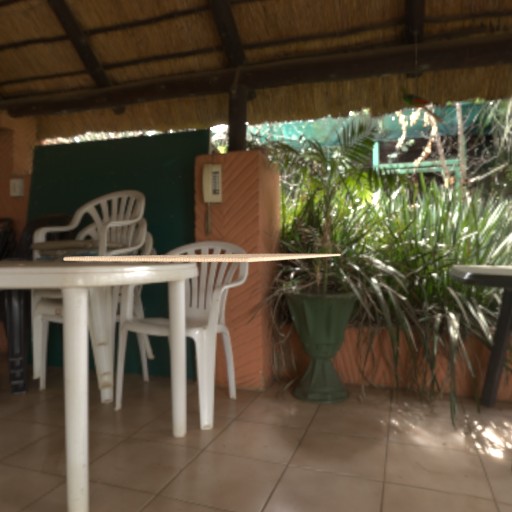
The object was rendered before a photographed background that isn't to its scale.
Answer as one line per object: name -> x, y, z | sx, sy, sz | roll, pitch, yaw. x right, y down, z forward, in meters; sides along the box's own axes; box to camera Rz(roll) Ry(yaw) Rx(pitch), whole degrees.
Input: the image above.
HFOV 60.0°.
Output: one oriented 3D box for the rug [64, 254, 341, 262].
rug -> 0.000, 0.000, 2.508 | 0.678, 0.014, 2.276 | 0, 1, 18
